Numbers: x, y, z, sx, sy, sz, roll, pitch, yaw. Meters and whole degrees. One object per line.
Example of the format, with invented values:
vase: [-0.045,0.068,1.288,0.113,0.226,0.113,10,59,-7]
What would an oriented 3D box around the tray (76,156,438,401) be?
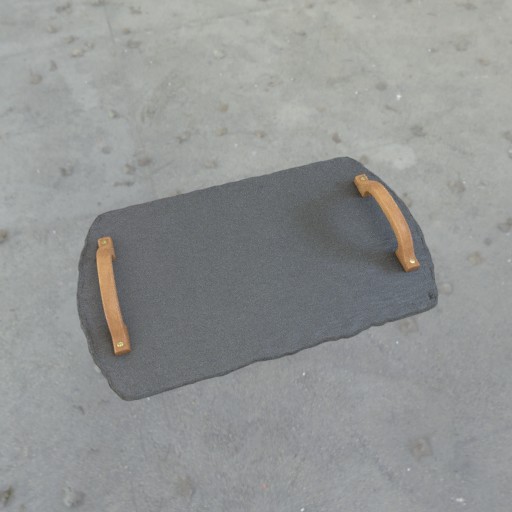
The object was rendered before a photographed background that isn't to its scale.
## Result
tray: [0.000,0.000,0.483,0.387,0.062,0.231,-15,59,-9]
